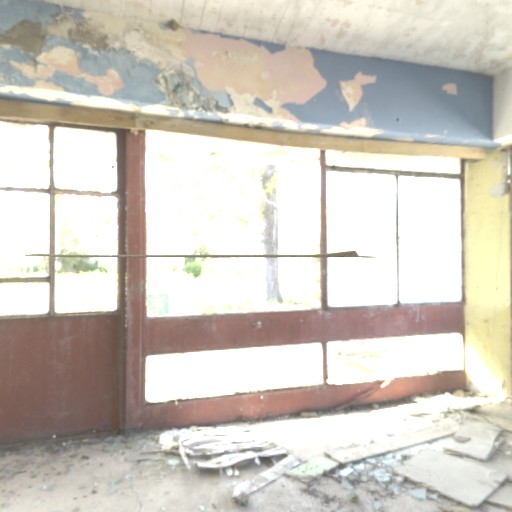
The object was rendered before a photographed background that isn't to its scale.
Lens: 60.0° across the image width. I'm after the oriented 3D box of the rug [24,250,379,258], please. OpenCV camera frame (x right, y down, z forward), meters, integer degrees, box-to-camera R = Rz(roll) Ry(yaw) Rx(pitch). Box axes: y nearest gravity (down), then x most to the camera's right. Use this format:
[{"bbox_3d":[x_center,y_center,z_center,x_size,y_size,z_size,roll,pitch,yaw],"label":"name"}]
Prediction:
[{"bbox_3d":[0.000,0.000,2.391,1.214,0.023,1.947,0,0,17],"label":"rug"}]
